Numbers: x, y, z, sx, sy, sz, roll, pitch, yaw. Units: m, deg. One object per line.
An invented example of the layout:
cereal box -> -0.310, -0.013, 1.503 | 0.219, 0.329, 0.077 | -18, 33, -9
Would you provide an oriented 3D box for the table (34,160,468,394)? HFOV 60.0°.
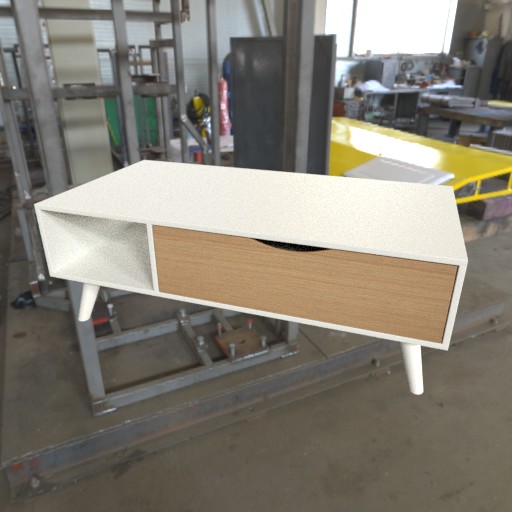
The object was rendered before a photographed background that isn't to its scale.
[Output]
table -> 0.000, 0.000, 1.502 | 1.194, 0.432, 0.609 | 8, 26, 17
